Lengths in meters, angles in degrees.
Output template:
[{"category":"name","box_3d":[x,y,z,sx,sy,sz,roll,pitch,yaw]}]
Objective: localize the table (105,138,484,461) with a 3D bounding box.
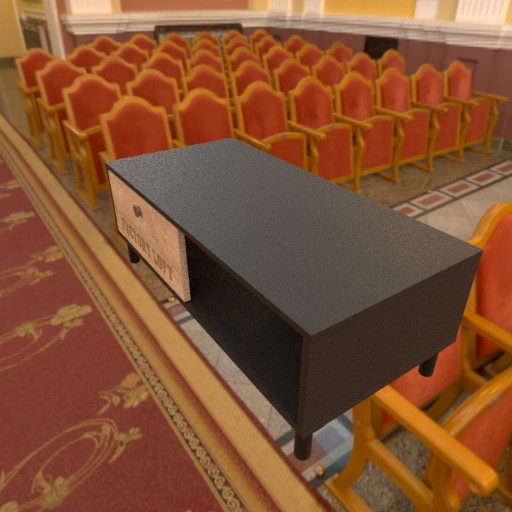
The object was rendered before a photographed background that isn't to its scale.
[{"category":"table","box_3d":[0.000,0.000,1.391,0.550,0.400,1.100,-20,36,-29]}]
